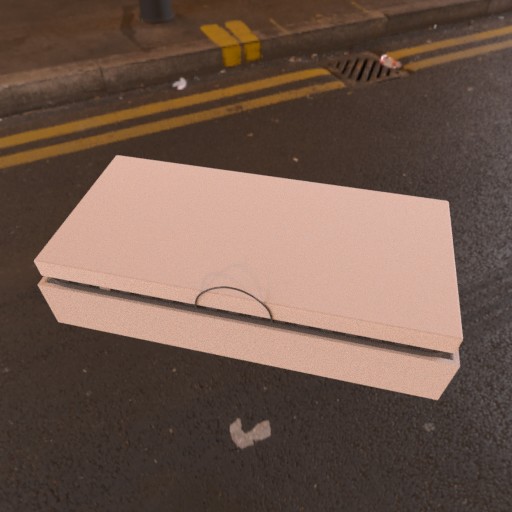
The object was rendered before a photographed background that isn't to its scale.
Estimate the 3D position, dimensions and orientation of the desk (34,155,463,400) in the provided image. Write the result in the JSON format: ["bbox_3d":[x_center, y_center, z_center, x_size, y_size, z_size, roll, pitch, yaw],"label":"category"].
[{"bbox_3d":[0.000,0.000,2.264,1.900,0.526,0.900,10,47,9],"label":"desk"}]
